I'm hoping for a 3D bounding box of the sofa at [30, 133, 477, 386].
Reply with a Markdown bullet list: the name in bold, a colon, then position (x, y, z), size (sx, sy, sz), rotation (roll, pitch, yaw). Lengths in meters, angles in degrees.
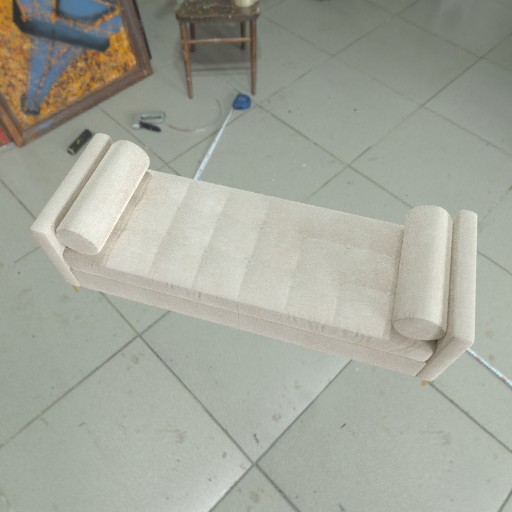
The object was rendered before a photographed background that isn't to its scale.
- **sofa**: position (0.000, 0.000, 2.308), size (1.981, 0.635, 0.686), rotation (14, 58, 9)
